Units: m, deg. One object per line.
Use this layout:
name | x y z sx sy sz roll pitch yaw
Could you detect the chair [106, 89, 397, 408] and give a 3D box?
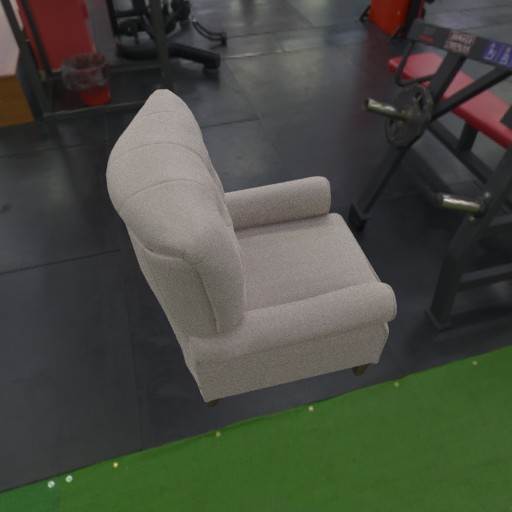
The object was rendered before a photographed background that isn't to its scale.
chair | 0.000 0.000 1.925 1.025 1.209 0.942 -10 47 -9
